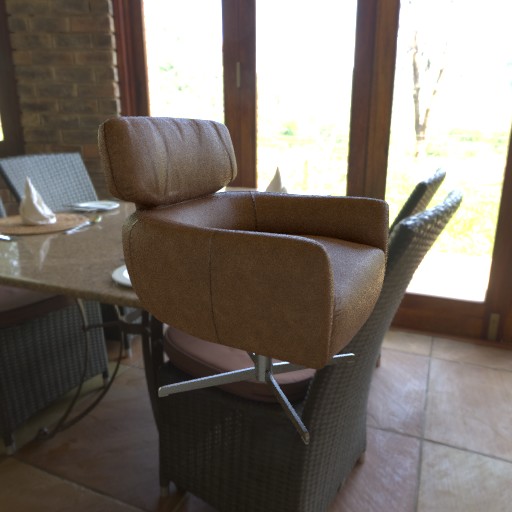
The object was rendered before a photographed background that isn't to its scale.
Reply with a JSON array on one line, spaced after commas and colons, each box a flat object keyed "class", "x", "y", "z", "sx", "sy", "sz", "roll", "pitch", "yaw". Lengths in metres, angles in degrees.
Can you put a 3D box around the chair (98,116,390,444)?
[{"class": "chair", "x": 0.000, "y": 0.000, "z": 1.338, "sx": 0.715, "sy": 0.812, "sz": 0.706, "roll": 8, "pitch": 18, "yaw": 25}]
